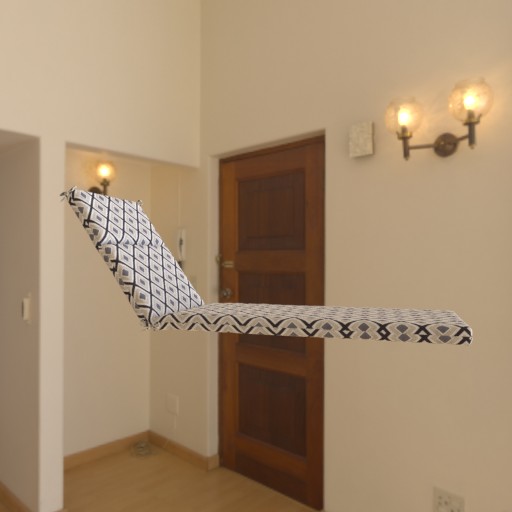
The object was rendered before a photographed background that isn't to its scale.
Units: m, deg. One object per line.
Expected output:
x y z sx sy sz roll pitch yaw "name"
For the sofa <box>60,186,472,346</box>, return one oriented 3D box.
0.000 0.000 1.952 1.663 0.622 0.582 0 0 18 "sofa"
